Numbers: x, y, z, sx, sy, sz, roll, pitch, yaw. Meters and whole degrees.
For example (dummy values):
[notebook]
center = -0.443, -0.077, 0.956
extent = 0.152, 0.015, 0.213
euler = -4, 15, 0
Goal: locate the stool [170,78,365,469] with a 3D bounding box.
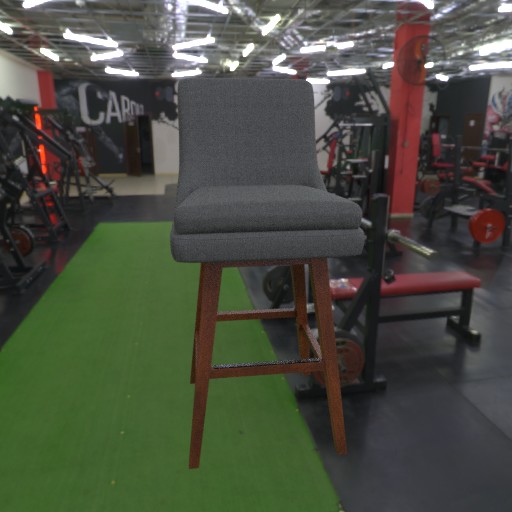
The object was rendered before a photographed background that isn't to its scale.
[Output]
[stool]
center = 0.000, 0.000, 1.248
extent = 0.447, 0.977, 0.524
euler = -2, 17, -7
